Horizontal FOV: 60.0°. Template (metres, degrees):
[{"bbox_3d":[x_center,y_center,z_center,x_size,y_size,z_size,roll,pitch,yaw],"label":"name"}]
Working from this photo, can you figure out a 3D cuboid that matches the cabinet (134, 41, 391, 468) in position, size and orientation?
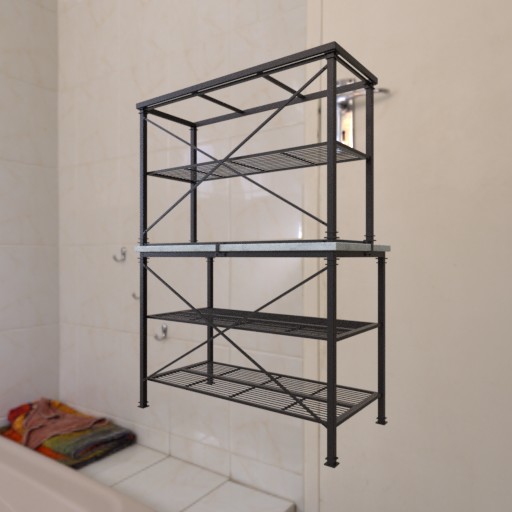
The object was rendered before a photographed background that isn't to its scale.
[{"bbox_3d":[0.000,0.000,2.298,1.210,1.659,0.610,0,0,36],"label":"cabinet"}]
